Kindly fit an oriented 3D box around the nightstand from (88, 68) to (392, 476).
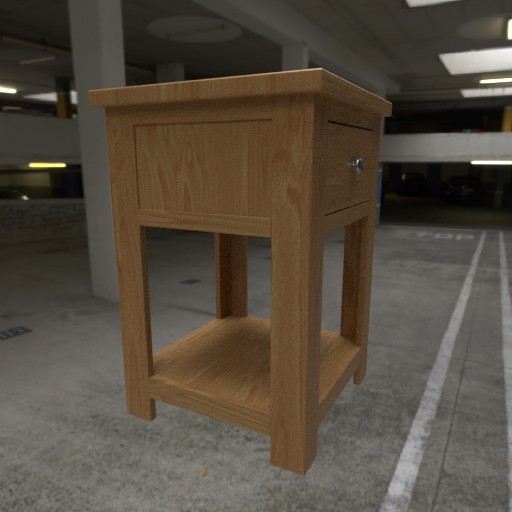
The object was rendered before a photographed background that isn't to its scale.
[{"bbox_3d":[0.000,0.000,0.904,0.418,0.614,0.428,7,14,27],"label":"nightstand"}]
